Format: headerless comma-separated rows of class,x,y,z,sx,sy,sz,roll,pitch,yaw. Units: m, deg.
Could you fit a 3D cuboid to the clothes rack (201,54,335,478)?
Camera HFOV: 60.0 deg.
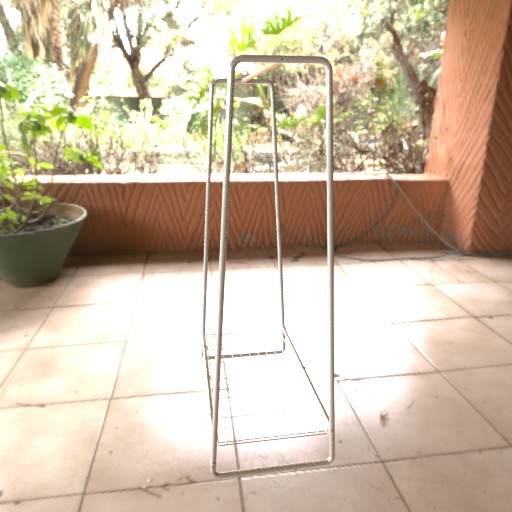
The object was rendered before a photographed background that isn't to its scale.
clothes rack,0.000,0.000,1.931,0.495,1.500,0.900,-3,18,-9
